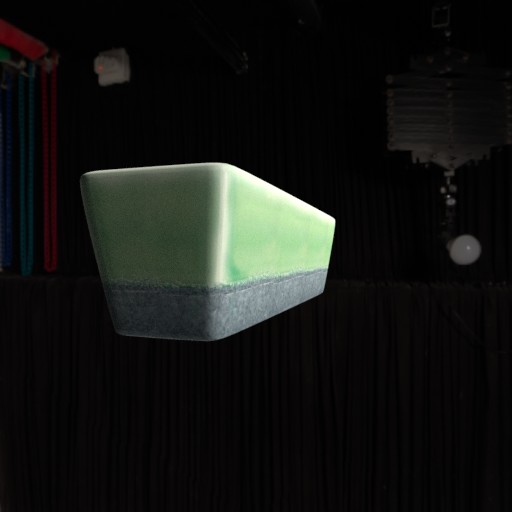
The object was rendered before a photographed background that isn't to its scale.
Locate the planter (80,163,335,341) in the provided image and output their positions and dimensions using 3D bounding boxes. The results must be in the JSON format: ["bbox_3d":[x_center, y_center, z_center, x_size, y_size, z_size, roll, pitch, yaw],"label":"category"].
[{"bbox_3d":[0.000,0.000,0.305,0.072,0.072,0.275,0,0,18],"label":"planter"}]
